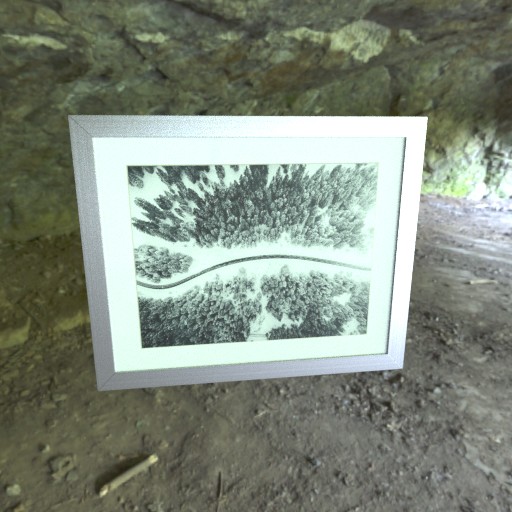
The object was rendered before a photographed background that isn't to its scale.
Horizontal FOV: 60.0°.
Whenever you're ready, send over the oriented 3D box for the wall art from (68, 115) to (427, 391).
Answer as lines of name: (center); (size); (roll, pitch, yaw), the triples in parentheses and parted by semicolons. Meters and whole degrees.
wall art: (0.000, 0.000, 0.758); (0.557, 0.456, 0.032); (-2, 16, -8)
